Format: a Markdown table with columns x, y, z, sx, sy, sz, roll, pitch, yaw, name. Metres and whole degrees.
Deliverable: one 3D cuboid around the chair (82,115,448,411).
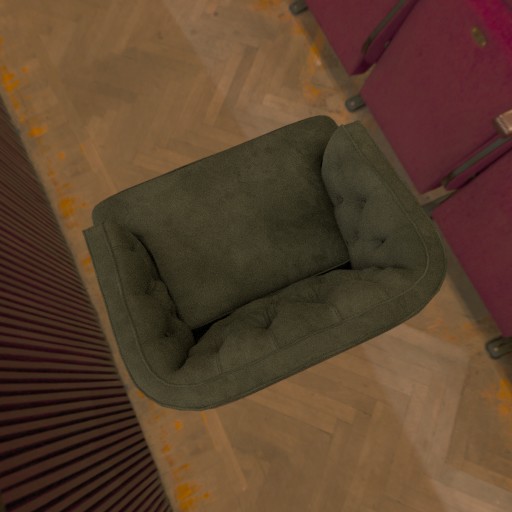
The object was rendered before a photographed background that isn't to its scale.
| x | y | z | sx | sy | sz | roll | pitch | yaw | name |
| --- | --- | --- | --- | --- | --- | --- | --- | --- | --- |
| 0.000 | 0.000 | 1.767 | 1.104 | 0.852 | 0.941 | -23 | 76 | -6 | chair |
